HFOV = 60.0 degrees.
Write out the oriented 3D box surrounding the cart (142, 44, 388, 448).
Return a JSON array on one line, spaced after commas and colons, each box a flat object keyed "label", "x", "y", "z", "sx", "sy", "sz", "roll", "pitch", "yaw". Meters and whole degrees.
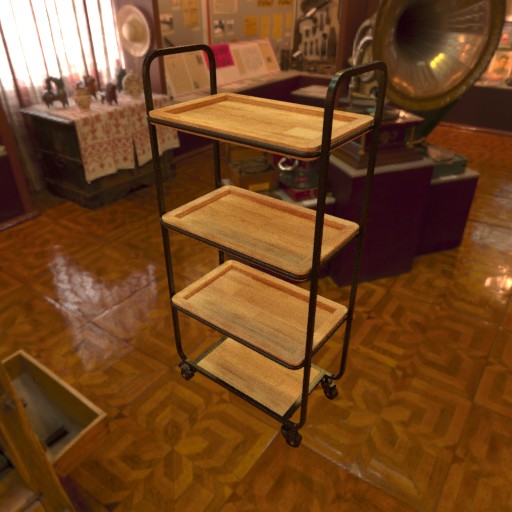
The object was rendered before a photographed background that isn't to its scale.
[{"label": "cart", "x": 0.000, "y": 0.000, "z": 1.295, "sx": 0.545, "sy": 1.080, "sz": 0.321, "roll": 22, "pitch": 38, "yaw": 31}]
